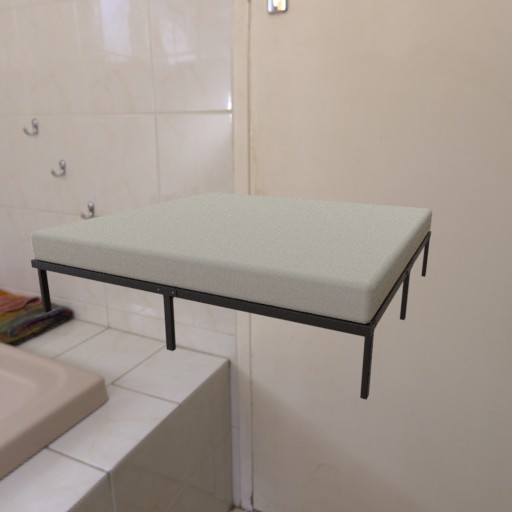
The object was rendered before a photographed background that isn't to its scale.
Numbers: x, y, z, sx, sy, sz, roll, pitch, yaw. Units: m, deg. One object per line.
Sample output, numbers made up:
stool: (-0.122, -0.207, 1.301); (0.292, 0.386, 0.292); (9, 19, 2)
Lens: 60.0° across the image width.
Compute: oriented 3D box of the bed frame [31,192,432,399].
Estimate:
bed frame: (0.000, 0.000, 3.951); (2.635, 0.680, 2.526); (8, 18, 26)
